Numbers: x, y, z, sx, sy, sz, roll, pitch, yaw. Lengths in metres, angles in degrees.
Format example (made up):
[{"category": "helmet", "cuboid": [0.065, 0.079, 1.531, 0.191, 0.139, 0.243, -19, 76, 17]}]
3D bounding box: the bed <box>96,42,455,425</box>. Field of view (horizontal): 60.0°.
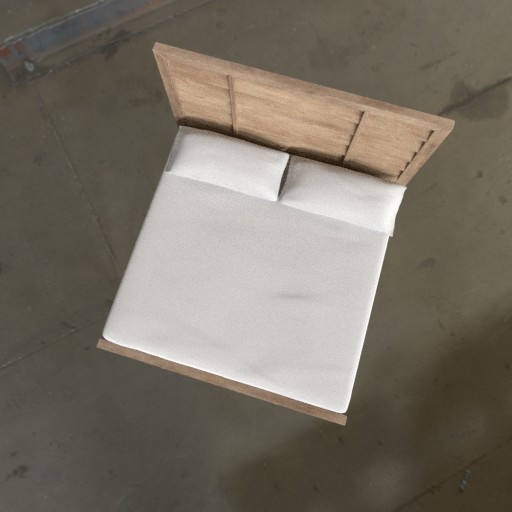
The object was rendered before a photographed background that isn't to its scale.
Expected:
[{"category": "bed", "cuboid": [0.000, 0.000, 3.449, 2.032, 1.626, 2.062, 16, 77, 4]}]
